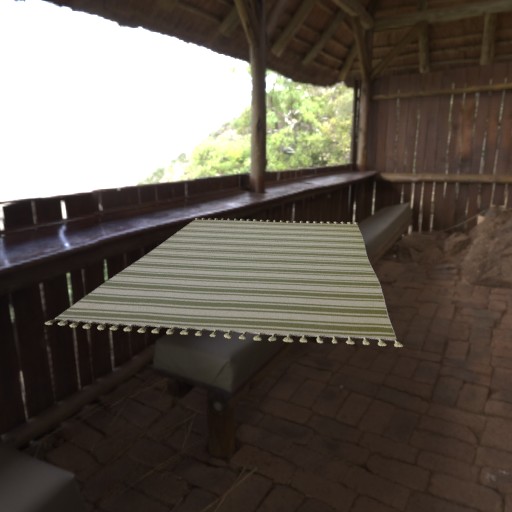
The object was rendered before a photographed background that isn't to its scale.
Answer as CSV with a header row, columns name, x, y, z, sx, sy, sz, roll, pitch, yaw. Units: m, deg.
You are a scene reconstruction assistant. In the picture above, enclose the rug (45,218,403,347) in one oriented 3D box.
name,x,y,z,sx,sy,sz,roll,pitch,yaw
rug,0.000,0.000,2.284,1.162,0.013,1.875,2,16,8
